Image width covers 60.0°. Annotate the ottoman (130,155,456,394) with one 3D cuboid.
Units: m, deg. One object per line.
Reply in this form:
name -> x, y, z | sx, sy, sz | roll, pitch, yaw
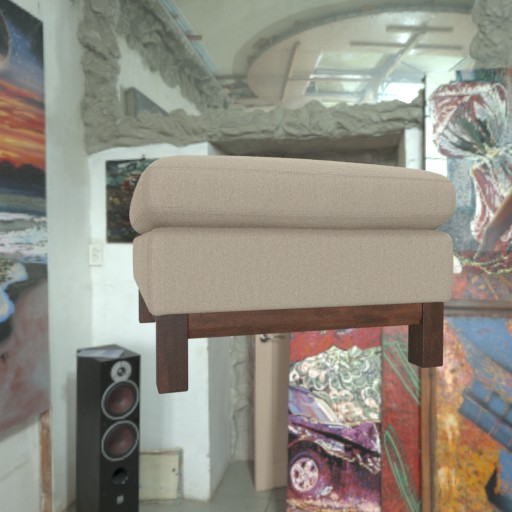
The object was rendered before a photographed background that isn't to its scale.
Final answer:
ottoman -> 0.000, 0.000, 1.121 | 0.606, 0.420, 0.771 | 0, 2, -17
